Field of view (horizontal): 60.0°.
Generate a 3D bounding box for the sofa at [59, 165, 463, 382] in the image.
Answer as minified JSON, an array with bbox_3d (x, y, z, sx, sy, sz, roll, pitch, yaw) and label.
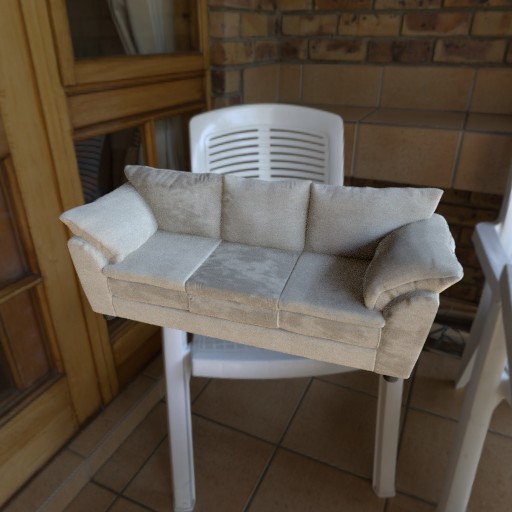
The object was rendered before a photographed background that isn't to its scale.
[{"bbox_3d":[0.000,0.000,2.923,2.377,0.981,0.893,9,28,17],"label":"sofa"}]
